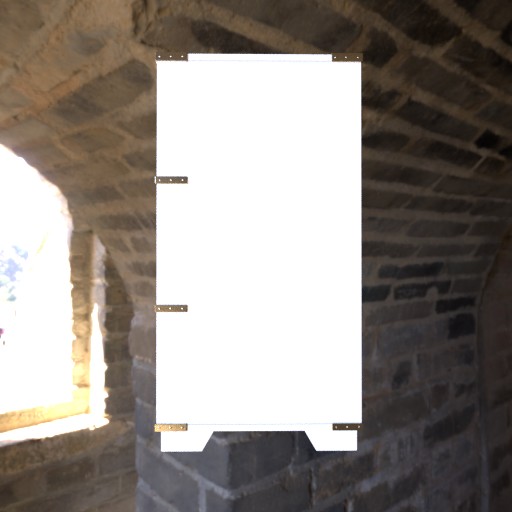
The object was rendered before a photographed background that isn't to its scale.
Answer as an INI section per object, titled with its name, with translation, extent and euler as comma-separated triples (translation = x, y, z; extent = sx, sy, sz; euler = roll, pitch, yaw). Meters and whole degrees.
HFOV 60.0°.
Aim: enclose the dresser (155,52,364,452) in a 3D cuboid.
[dresser]
translation = 0.000, 0.000, 1.486
extent = 0.460, 0.891, 1.022
euler = 0, 0, -1
